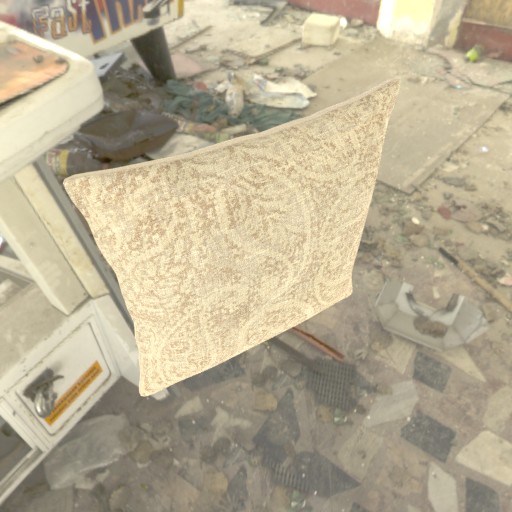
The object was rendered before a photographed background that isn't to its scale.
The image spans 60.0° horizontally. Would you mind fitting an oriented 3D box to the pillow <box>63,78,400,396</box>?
[{"bbox_3d":[0.000,0.000,0.774,0.523,0.510,0.166,-23,50,-21],"label":"pillow"}]
